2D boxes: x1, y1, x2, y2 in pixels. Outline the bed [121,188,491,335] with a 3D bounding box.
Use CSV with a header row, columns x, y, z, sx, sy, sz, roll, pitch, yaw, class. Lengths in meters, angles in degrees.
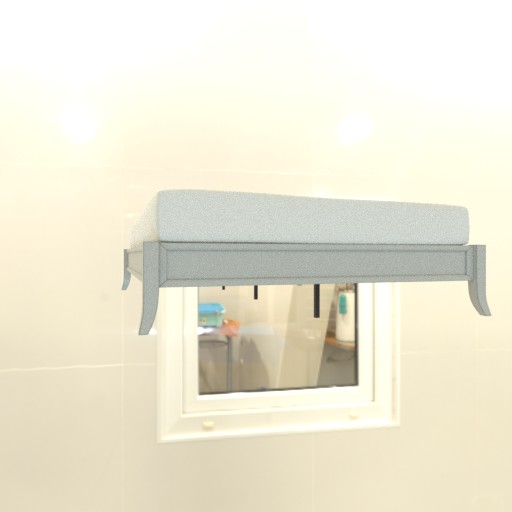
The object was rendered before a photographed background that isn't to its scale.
x,y,z,sx,sy,sz,roll,pitch,yaw,class
0.000,0.000,2.601,1.460,0.510,1.985,0,0,-18,bed
